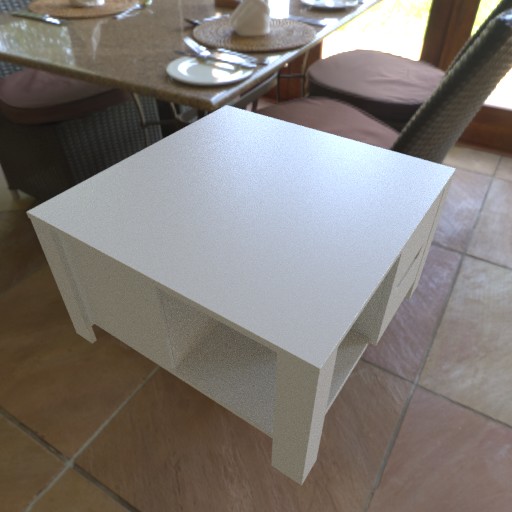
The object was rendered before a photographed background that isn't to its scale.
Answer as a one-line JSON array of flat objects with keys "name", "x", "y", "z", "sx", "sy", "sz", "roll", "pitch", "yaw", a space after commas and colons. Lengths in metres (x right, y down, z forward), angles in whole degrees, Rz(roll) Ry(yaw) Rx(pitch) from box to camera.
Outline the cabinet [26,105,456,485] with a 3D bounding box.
[{"name": "cabinet", "x": 0.000, "y": 0.000, "z": 1.300, "sx": 0.800, "sy": 0.460, "sz": 0.800, "roll": 24, "pitch": 46, "yaw": 25}]
